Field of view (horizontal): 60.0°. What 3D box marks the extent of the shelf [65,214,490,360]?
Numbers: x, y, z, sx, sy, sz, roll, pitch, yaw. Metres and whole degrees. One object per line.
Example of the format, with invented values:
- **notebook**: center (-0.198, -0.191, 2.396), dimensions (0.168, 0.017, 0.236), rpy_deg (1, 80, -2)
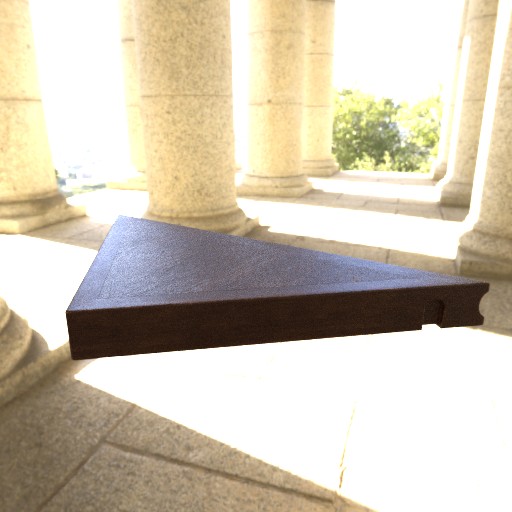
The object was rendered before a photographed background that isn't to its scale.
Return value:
- **shelf**: center (0.000, 0.000, 0.444), dimensions (0.296, 0.035, 0.296), rpy_deg (-3, 18, -10)
